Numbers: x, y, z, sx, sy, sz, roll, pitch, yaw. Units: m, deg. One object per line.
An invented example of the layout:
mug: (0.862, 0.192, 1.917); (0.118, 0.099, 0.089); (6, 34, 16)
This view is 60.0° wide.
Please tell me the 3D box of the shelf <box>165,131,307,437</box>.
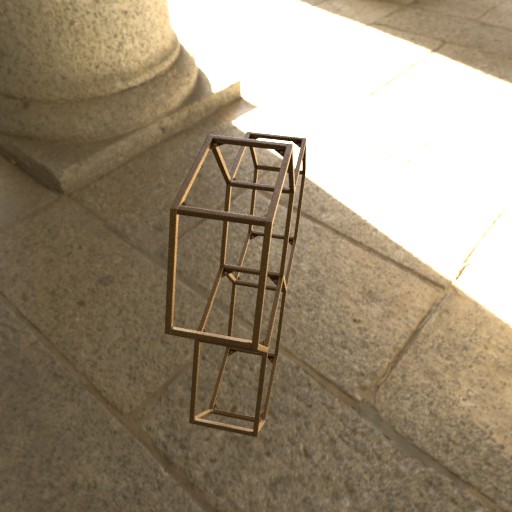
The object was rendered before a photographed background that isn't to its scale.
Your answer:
shelf: (0.000, 0.000, 1.057); (0.150, 0.701, 0.708); (9, 48, 8)
